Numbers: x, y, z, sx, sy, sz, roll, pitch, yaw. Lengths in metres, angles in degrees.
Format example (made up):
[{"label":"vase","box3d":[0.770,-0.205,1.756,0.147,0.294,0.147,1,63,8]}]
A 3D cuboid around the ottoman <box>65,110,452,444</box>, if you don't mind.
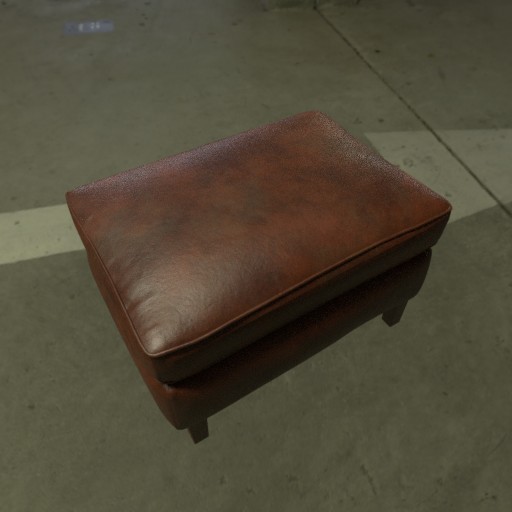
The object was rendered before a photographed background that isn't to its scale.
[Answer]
[{"label":"ottoman","box3d":[0.000,0.000,1.005,0.665,0.432,0.501,-24,51,-21]}]
